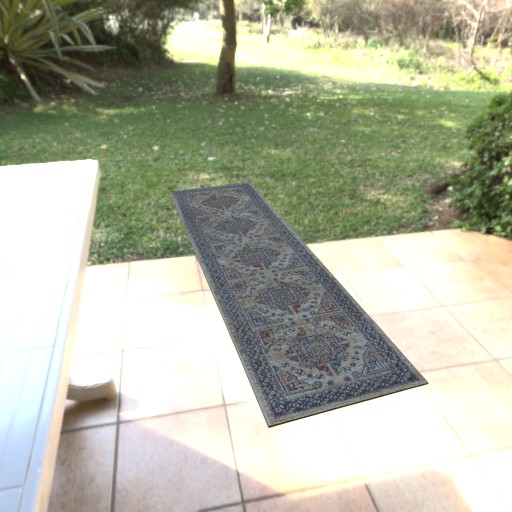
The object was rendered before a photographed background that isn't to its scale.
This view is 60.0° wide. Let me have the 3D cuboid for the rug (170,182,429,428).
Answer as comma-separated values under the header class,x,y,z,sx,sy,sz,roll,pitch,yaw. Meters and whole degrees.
class,x,y,z,sx,sy,sz,roll,pitch,yaw
rug,0.000,0.000,2.575,0.661,0.013,2.297,-9,31,-16
